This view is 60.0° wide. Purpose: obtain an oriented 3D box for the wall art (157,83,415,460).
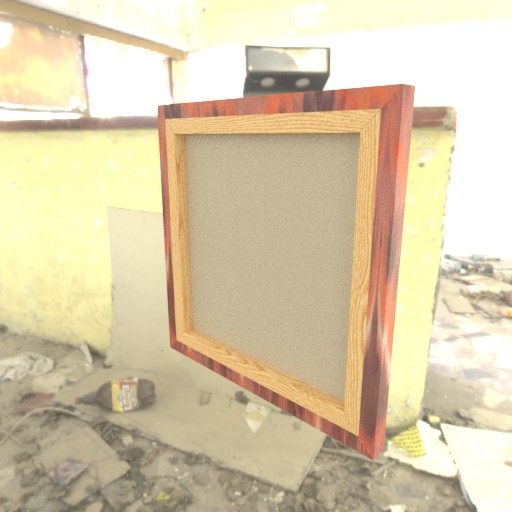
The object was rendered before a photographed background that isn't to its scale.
[{"bbox_3d":[0.000,0.000,0.901,0.603,0.609,0.037,14,21,43],"label":"wall art"}]
